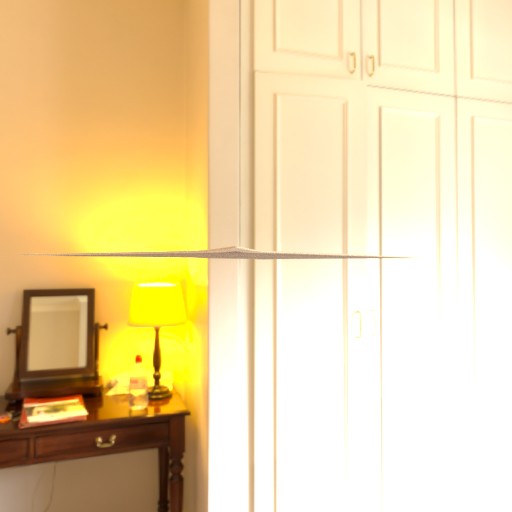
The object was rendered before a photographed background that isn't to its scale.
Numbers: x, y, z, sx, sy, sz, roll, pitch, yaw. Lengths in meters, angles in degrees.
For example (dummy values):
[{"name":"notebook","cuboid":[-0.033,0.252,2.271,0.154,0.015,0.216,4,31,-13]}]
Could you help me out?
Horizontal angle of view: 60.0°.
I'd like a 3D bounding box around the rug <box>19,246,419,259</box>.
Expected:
[{"name":"rug","cuboid":[0.000,0.000,3.012,1.518,0.023,2.434,-1,-1,35]}]
